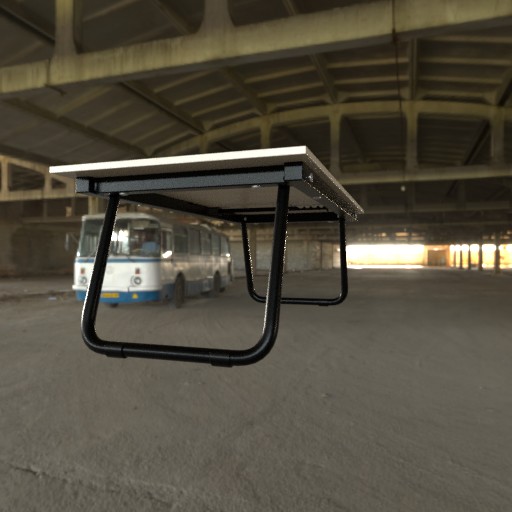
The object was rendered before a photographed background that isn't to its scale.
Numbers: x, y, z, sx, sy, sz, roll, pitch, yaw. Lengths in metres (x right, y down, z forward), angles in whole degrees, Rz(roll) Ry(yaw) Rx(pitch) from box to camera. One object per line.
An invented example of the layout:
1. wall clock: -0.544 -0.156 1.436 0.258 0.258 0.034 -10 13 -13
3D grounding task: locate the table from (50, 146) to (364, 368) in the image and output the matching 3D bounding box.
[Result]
1. table: 0.000 0.000 0.798 0.322 0.242 0.644 0 0 19
